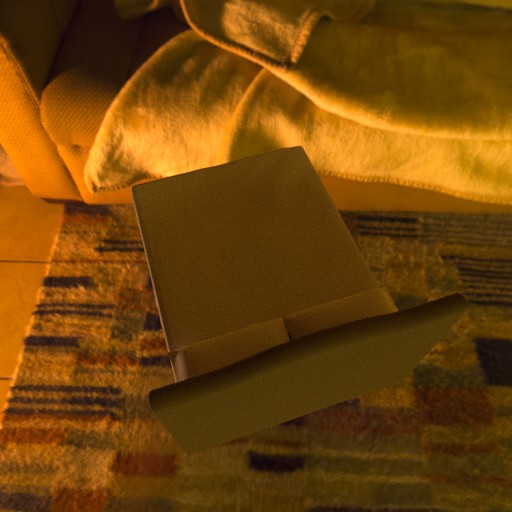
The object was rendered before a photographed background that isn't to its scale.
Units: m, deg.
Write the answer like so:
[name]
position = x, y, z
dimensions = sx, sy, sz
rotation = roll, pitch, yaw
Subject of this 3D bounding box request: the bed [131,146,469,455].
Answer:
[bed]
position = 0.000, 0.000, 3.149
dimensions = 1.666, 1.387, 2.036
rotation = -16, 59, -10
